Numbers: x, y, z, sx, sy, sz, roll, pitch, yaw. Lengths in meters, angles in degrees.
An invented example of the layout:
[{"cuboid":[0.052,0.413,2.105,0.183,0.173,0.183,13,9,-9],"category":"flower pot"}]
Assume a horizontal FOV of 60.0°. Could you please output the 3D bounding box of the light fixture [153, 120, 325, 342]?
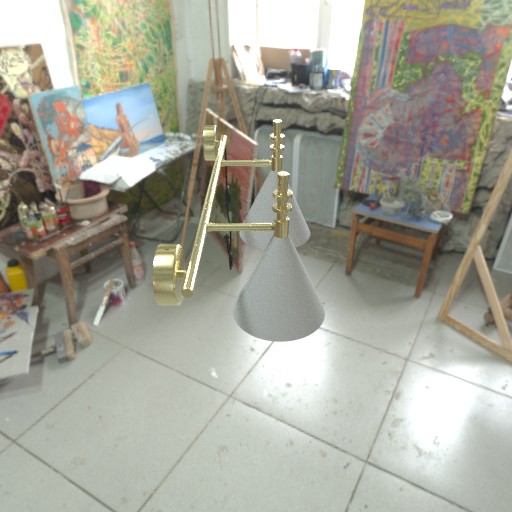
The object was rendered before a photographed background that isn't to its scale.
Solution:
[{"cuboid":[0.000,0.000,0.882,0.239,0.468,0.642,0,32,1],"category":"light fixture"}]
